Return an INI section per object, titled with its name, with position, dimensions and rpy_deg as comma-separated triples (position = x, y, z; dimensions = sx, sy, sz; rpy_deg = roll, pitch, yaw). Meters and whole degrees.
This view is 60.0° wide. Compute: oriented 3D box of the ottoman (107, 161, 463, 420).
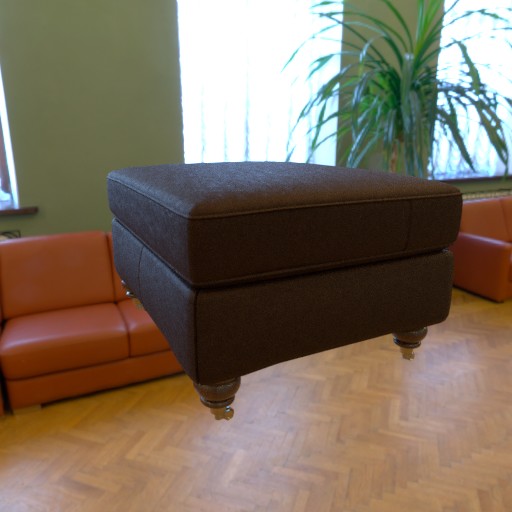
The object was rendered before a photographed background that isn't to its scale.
[ottoman]
position = 0.000, 0.000, 1.828
dimensions = 0.967, 0.730, 1.187
rpy_deg = -8, 17, -26
